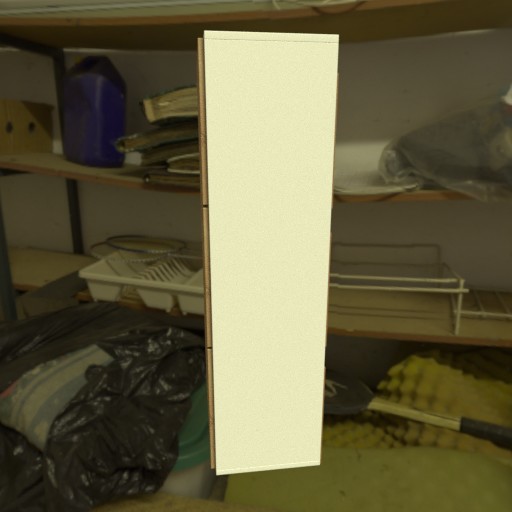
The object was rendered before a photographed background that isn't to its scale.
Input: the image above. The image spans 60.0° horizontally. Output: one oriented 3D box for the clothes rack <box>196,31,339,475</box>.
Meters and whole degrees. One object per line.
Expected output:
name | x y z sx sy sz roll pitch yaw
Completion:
clothes rack | 0.000 0.000 1.403 0.331 1.187 0.500 -2 15 -7
